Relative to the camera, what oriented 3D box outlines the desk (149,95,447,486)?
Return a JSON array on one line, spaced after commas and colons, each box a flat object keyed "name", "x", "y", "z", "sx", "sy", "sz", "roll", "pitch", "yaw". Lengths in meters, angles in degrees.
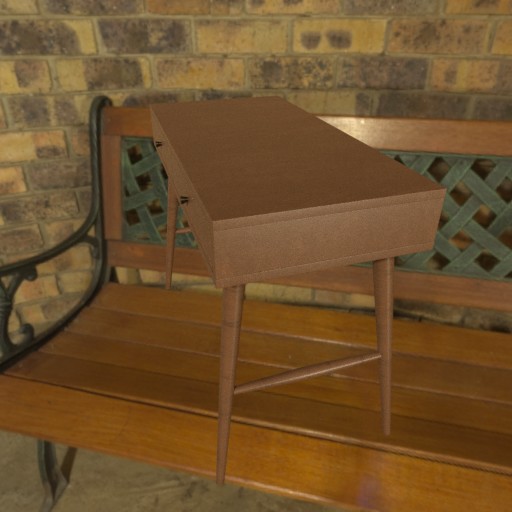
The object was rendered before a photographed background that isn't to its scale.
[{"name": "desk", "x": 0.000, "y": 0.000, "z": 1.385, "sx": 0.510, "sy": 0.758, "sz": 0.949, "roll": -9, "pitch": 32, "yaw": -15}]
